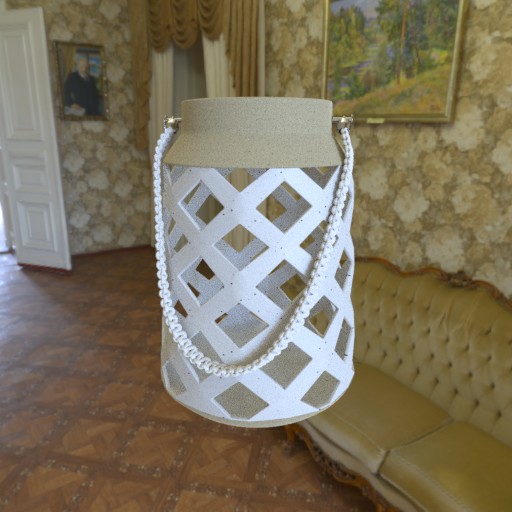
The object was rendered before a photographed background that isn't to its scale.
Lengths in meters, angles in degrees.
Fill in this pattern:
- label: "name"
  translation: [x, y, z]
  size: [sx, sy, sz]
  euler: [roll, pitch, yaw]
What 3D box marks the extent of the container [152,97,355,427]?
- label: "container"
  translation: [0.000, 0.000, 0.348]
  size: [0.163, 0.229, 0.172]
  euler: [2, 16, 8]
